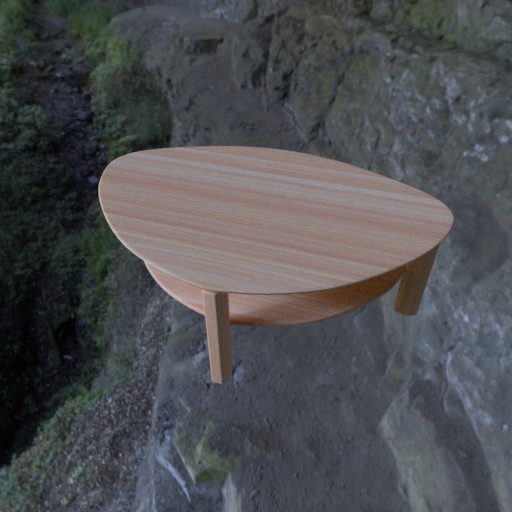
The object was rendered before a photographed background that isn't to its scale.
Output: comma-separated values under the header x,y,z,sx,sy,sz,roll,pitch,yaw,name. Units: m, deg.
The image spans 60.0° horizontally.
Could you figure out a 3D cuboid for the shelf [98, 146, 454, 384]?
x,y,z,sx,sy,sz,roll,pitch,yaw,name
0.000,0.000,1.609,1.246,0.440,0.845,12,41,14,shelf
